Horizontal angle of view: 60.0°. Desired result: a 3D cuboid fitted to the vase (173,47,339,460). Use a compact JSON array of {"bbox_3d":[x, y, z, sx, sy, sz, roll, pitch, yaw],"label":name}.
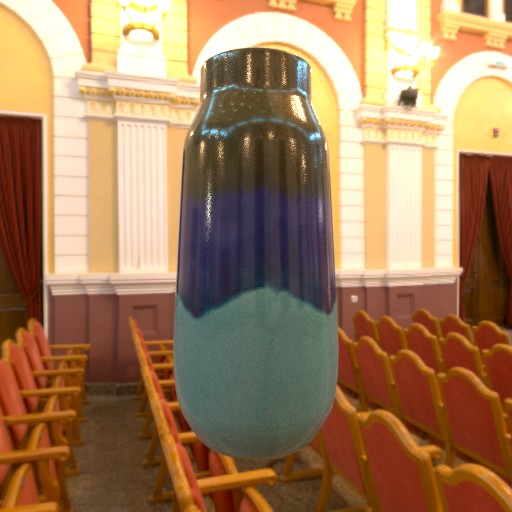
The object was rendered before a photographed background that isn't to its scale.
[{"bbox_3d":[0.000,0.000,0.376,0.139,0.313,0.139,0,1,0],"label":"vase"}]
